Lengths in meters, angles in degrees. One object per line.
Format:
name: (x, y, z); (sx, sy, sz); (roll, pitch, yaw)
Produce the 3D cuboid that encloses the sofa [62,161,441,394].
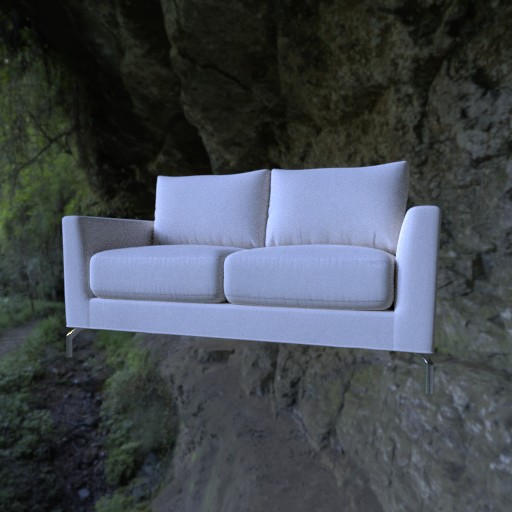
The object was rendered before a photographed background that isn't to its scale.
sofa: (0.000, 0.000, 2.319); (1.739, 0.995, 0.906); (0, 1, 19)
